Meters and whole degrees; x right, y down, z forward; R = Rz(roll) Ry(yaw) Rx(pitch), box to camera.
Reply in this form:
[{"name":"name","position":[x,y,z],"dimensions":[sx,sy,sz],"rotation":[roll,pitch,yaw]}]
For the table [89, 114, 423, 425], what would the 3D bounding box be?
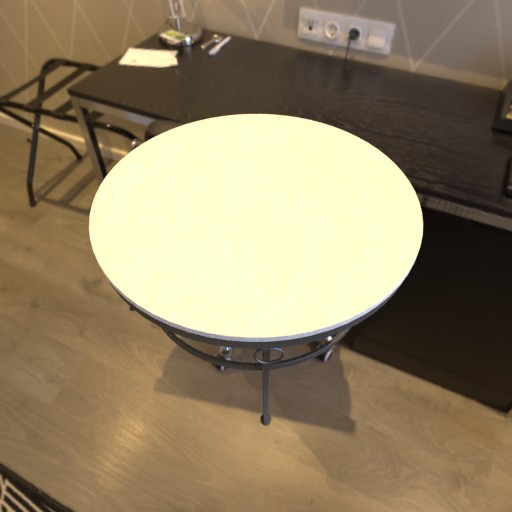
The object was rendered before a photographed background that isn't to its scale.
[{"name":"table","position":[0.000,0.000,1.390],"dimensions":[0.889,0.470,0.889],"rotation":[0,47,0]}]
